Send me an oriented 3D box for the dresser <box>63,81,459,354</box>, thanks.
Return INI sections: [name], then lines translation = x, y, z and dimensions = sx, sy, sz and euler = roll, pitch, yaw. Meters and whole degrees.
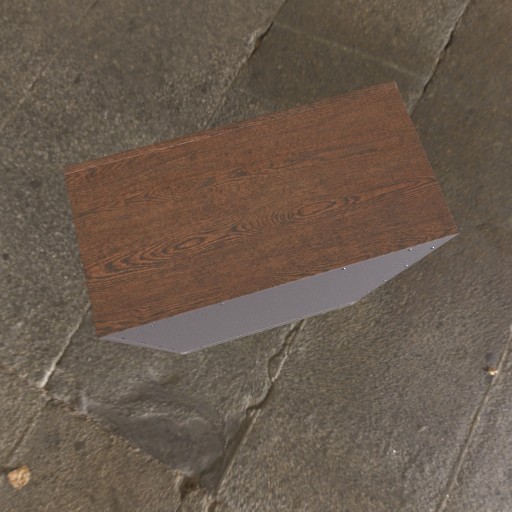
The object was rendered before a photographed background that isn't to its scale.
[dresser]
translation = 0.000, 0.000, 1.829
dimensions = 0.965, 1.321, 0.508
euler = -16, 76, -4
